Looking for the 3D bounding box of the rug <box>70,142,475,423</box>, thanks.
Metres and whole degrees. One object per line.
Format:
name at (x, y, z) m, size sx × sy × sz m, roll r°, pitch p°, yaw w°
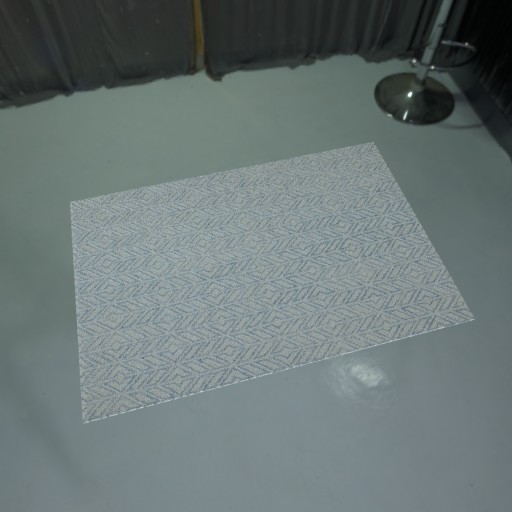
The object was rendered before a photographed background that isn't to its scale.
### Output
rug at (0.000, 0.000, 2.291) m, size 1.824 × 0.008 × 1.220 m, roll -13°, pitch 59°, yaw -8°
